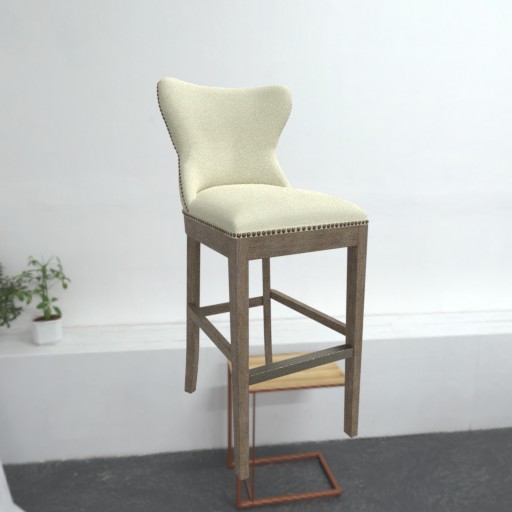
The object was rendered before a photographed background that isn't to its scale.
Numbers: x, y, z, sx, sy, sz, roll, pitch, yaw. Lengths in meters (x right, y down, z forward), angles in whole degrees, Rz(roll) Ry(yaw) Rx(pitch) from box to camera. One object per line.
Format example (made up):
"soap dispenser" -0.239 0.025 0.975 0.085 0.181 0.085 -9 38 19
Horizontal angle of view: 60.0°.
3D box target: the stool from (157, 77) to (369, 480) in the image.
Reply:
"stool" 0.000 0.000 1.460 0.494 1.123 0.606 -8 16 -27
